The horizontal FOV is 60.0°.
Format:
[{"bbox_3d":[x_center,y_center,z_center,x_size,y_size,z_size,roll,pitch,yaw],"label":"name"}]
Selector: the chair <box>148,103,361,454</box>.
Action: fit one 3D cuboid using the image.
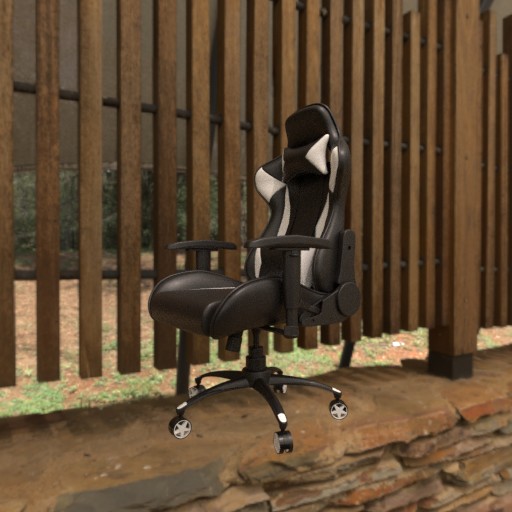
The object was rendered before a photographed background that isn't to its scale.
[{"bbox_3d":[0.000,0.000,1.760,0.695,1.285,0.730,0,0,-35],"label":"chair"}]
